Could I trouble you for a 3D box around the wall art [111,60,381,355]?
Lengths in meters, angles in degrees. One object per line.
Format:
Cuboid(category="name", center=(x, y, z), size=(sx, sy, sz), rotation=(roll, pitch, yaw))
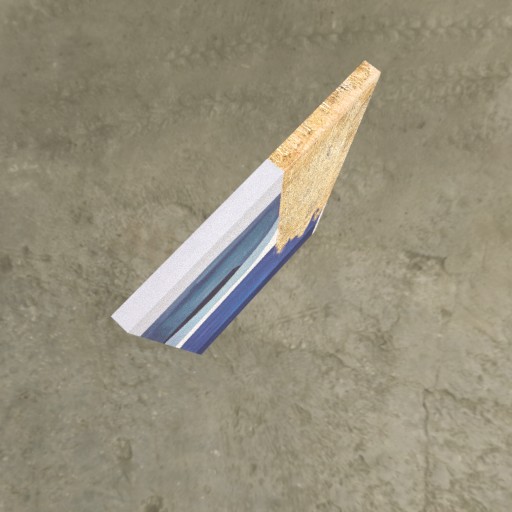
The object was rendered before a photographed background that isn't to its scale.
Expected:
Cuboid(category="wall art", center=(0.000, 0.000, 1.160), size=(0.039, 0.911, 0.607), rotation=(41, 79, 10))
